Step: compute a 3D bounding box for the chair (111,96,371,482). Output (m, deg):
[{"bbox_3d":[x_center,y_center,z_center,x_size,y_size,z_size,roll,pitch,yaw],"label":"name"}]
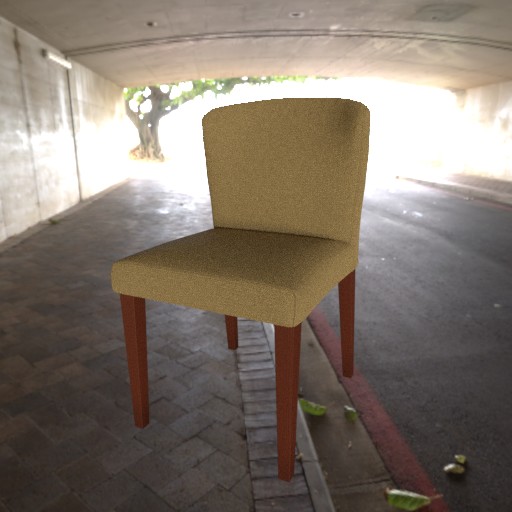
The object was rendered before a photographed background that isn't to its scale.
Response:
[{"bbox_3d":[0.000,0.000,1.177,0.491,0.839,0.589,7,17,26],"label":"chair"}]
